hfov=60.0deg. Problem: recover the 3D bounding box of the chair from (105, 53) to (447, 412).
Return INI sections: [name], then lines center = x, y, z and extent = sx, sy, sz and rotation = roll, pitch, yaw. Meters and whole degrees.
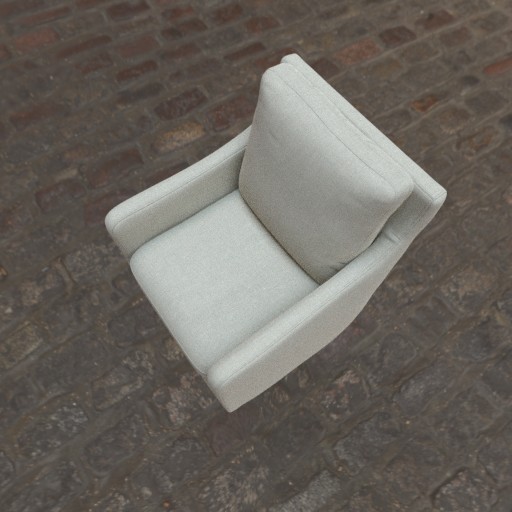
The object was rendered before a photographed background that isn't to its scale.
[chair]
center = 0.000, 0.000, 1.393
extent = 0.694, 0.914, 0.626
rotation = -33, 69, -15
